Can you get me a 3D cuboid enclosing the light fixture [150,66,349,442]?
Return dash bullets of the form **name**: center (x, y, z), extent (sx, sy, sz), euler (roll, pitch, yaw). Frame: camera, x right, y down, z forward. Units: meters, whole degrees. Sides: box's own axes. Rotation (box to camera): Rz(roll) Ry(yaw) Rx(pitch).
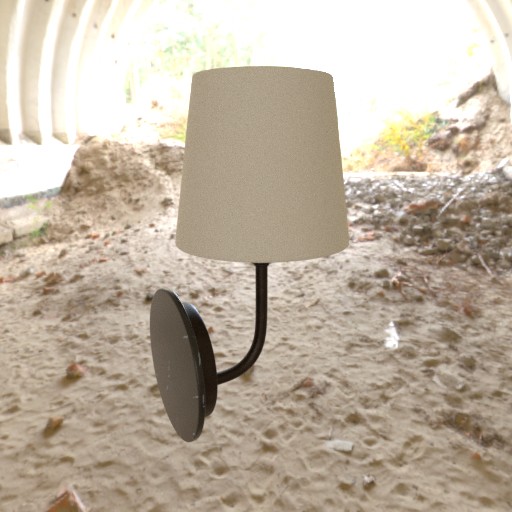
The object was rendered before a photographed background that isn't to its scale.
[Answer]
- **light fixture**: center (0.000, 0.000, 0.445), extent (0.188, 0.337, 0.168), euler (-8, 17, -28)
